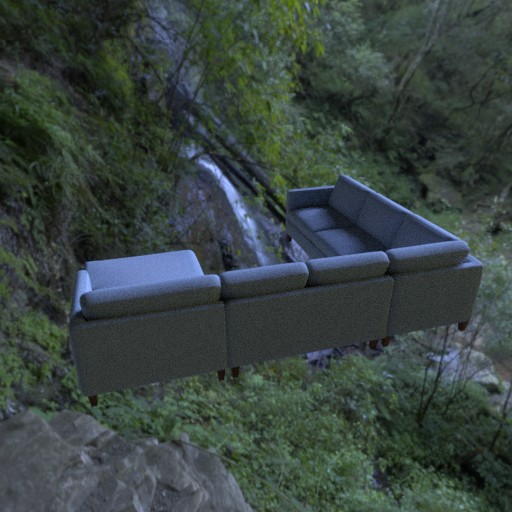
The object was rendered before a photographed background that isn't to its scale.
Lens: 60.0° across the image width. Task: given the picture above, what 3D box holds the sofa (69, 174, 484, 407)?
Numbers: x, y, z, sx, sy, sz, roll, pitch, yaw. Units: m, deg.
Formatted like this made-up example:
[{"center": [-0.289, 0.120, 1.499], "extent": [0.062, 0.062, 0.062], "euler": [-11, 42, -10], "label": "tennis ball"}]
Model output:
[{"center": [0.000, 0.000, 4.559], "extent": [3.403, 0.889, 2.551], "euler": [-7, 27, -15], "label": "sofa"}]
